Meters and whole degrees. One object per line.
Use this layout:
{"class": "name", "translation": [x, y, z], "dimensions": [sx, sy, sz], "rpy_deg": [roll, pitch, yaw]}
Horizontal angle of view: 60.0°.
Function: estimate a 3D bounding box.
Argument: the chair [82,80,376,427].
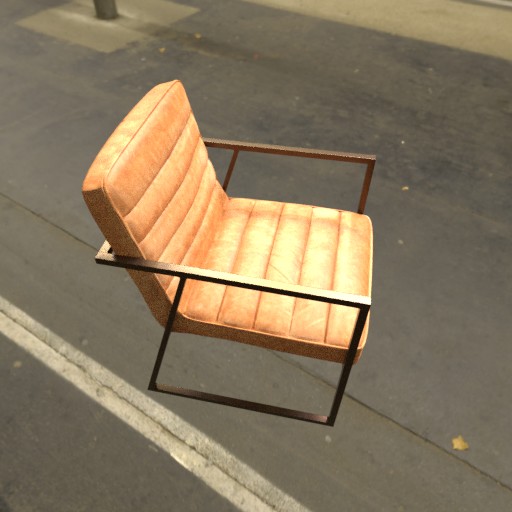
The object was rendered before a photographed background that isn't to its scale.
{"class": "chair", "translation": [0.000, 0.000, 1.312], "dimensions": [0.677, 0.832, 0.571], "rpy_deg": [9, 47, 8]}
